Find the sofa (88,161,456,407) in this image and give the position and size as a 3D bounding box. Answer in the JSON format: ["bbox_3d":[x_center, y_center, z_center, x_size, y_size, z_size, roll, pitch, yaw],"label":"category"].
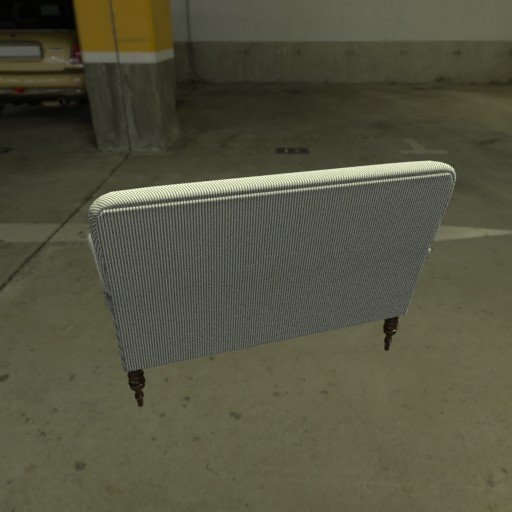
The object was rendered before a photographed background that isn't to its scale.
[{"bbox_3d":[0.000,0.000,1.843,1.297,0.889,0.779,-8,29,-16],"label":"sofa"}]
